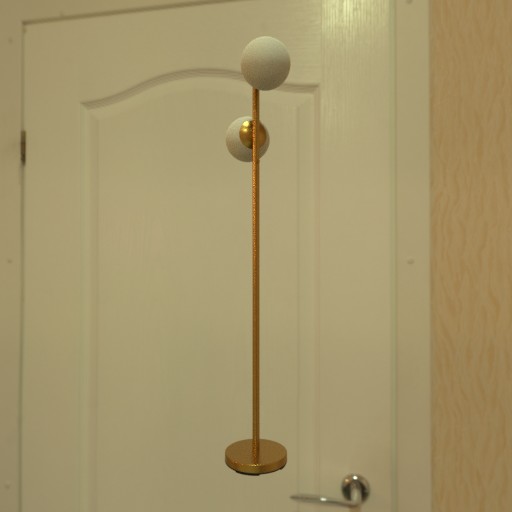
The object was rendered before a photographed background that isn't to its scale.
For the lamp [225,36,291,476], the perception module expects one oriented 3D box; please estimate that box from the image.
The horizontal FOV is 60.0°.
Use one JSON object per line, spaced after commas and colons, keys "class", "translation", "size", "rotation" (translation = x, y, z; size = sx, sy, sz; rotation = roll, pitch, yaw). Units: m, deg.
{"class": "lamp", "translation": [0.000, 0.000, 1.781], "size": [0.249, 1.641, 0.419], "rotation": [0, -1, -19]}
